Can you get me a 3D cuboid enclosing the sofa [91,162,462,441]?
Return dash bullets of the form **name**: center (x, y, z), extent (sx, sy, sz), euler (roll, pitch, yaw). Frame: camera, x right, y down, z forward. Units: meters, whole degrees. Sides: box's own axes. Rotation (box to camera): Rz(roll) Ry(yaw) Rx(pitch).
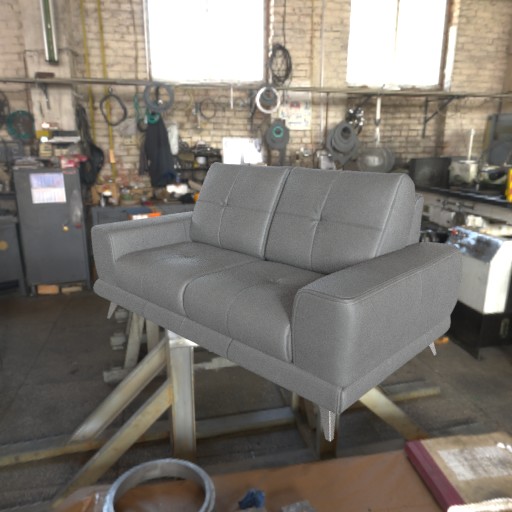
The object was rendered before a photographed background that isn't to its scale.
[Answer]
- **sofa**: center (0.000, 0.000, 2.350), extent (1.806, 0.907, 1.018), euler (14, 21, 42)
